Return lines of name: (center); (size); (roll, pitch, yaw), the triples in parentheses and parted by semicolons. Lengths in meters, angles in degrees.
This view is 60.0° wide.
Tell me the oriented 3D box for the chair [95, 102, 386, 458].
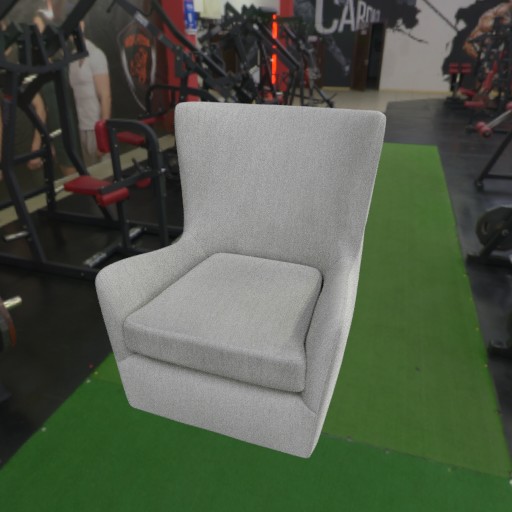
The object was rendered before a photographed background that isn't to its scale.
chair: (0.000, 0.000, 1.638); (0.779, 1.000, 0.904); (9, 28, 18)
